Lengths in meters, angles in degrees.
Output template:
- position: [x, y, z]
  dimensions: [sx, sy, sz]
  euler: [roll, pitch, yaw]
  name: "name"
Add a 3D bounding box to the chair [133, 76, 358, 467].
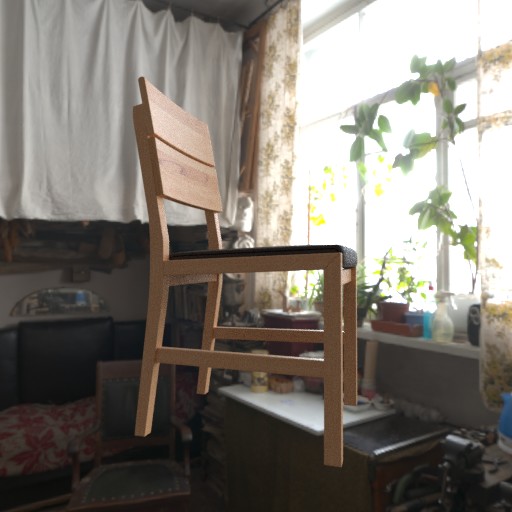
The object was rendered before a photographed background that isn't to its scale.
- position: [0.000, 0.000, 1.298]
  dimensions: [0.560, 0.950, 0.475]
  euler: [0, -1, 17]
  name: "chair"
